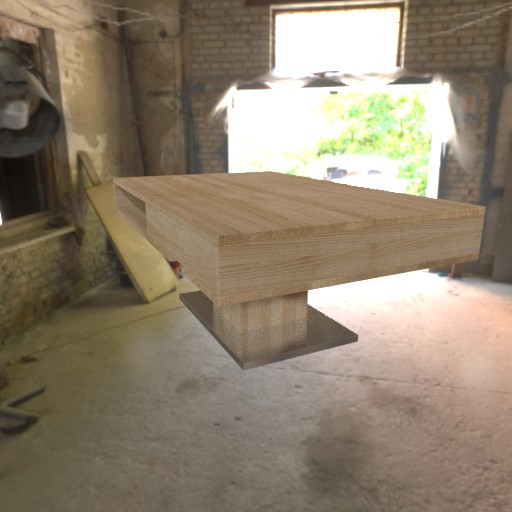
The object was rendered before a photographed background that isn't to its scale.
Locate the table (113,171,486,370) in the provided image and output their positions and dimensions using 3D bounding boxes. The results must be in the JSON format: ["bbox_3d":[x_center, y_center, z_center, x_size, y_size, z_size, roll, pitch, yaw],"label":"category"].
[{"bbox_3d":[0.000,0.000,1.459,0.700,0.440,1.100,-8,18,-25],"label":"table"}]
